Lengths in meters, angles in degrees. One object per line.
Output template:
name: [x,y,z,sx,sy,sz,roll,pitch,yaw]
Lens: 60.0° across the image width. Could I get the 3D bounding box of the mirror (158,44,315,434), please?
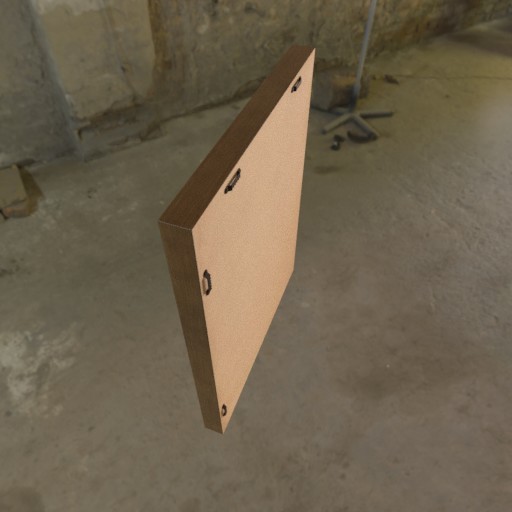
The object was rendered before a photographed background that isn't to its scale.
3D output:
mirror: [0.000,0.000,0.720,0.041,0.509,0.406,16,50,14]
